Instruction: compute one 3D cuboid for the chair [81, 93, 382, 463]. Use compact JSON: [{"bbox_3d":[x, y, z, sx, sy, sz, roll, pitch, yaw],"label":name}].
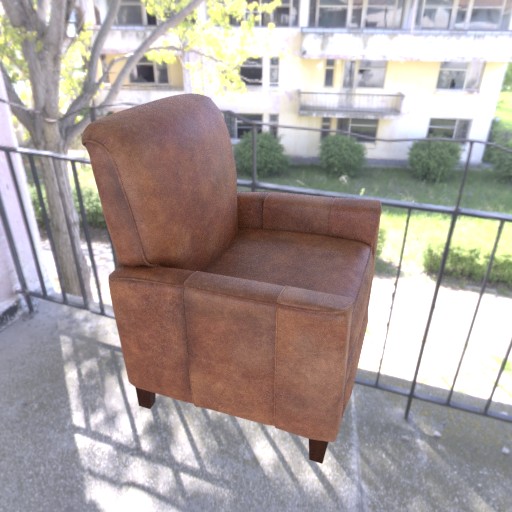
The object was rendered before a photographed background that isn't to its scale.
[{"bbox_3d":[0.000,0.000,1.625,0.836,1.043,0.843,10,30,17],"label":"chair"}]
